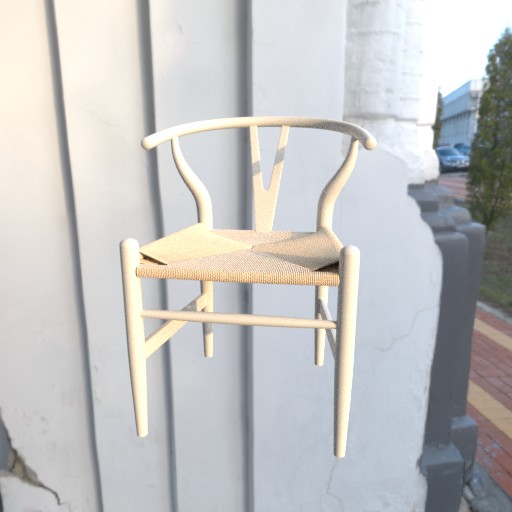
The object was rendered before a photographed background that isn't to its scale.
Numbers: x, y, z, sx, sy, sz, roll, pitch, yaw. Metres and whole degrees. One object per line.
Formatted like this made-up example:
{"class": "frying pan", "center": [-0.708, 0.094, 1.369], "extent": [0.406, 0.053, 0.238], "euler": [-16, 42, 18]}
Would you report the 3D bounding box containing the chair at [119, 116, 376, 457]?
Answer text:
{"class": "chair", "center": [0.000, 0.000, 1.159], "extent": [0.569, 0.730, 0.579], "euler": [2, 14, 9]}
